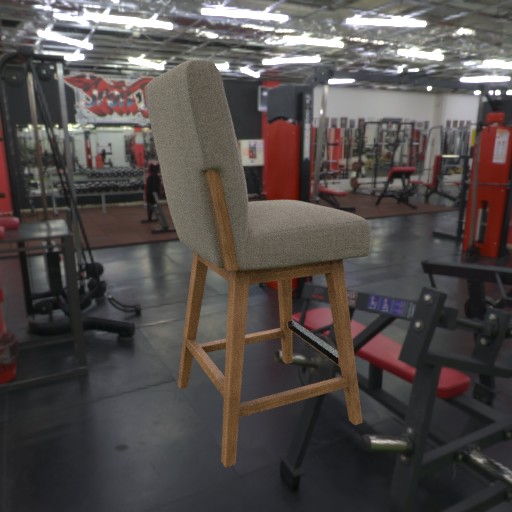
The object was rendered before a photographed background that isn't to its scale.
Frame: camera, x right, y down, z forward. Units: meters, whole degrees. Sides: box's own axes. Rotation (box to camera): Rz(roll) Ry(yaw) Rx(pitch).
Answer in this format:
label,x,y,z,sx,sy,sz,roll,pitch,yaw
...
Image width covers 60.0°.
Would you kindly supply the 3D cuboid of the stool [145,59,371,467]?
label,x,y,z,sx,sy,sz,roll,pitch,yaw
stool,0.000,0.000,1.331,0.526,1.010,0.459,-7,16,-25
